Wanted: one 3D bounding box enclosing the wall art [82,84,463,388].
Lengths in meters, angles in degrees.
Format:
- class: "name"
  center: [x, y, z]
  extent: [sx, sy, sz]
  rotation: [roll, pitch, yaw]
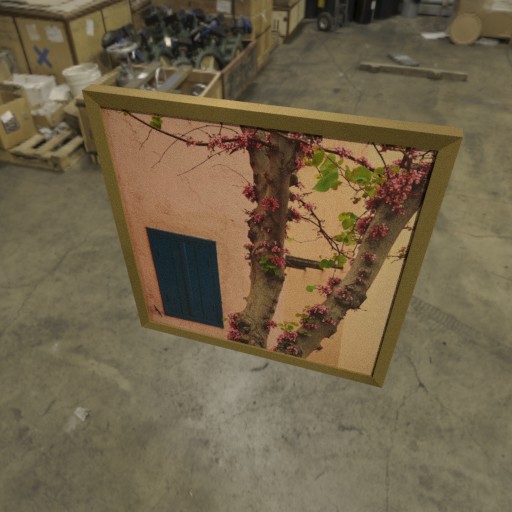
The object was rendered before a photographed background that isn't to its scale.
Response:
- class: "wall art"
  center: [0.000, 0.000, 1.113]
  extent: [0.762, 0.762, 0.038]
  rotation: [11, 42, 13]
